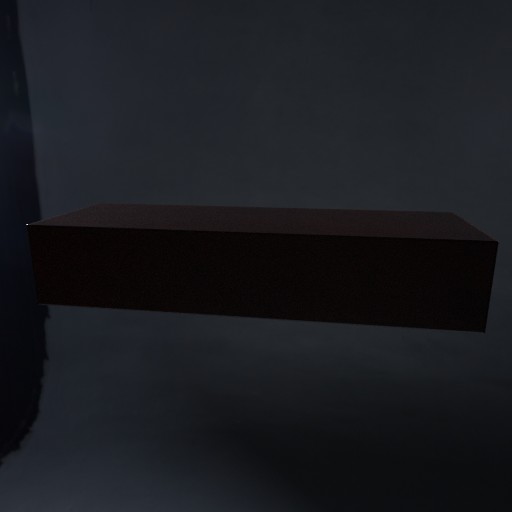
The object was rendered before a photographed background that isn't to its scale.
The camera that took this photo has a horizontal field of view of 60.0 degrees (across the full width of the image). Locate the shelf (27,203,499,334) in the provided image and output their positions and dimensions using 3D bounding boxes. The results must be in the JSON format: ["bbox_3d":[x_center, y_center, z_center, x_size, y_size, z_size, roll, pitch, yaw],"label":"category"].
[{"bbox_3d":[0.000,0.000,0.509,0.457,0.088,0.152,2,16,9],"label":"shelf"}]
